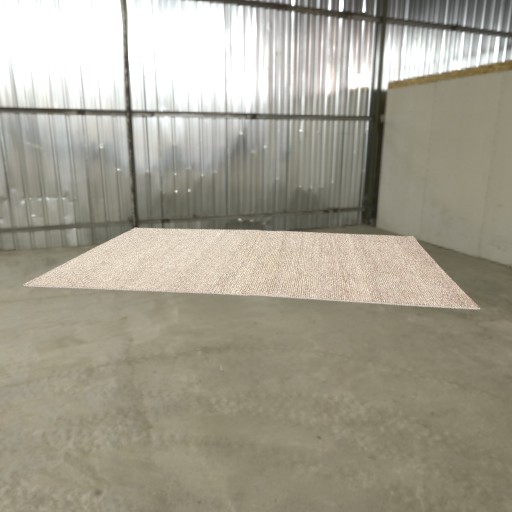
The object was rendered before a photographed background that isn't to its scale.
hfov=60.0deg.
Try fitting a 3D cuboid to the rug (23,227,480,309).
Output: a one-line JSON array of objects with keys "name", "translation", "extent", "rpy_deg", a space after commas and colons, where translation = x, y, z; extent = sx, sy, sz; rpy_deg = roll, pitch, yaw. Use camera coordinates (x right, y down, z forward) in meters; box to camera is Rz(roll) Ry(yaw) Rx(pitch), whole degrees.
[{"name": "rug", "translation": [0.000, 0.000, 2.260], "extent": [1.792, 0.021, 1.154], "rpy_deg": [2, 16, 8]}]
